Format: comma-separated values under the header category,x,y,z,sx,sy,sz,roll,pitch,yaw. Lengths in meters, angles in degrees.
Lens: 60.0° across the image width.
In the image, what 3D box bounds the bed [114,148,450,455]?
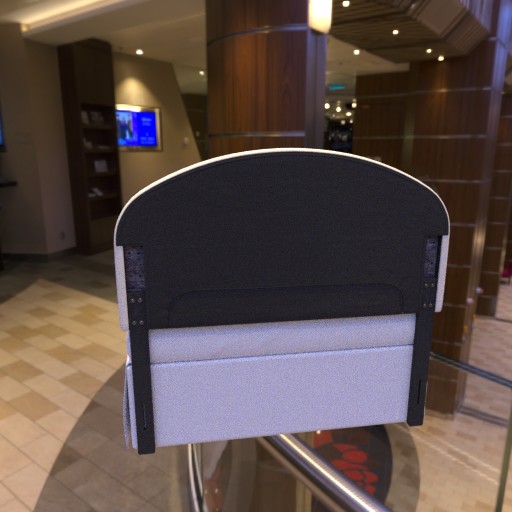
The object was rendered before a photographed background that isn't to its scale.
category,x,y,z,sx,sy,sz,roll,pitch,yaw
bed,0.000,0.000,2.992,1.607,1.410,2.005,-2,14,-9
